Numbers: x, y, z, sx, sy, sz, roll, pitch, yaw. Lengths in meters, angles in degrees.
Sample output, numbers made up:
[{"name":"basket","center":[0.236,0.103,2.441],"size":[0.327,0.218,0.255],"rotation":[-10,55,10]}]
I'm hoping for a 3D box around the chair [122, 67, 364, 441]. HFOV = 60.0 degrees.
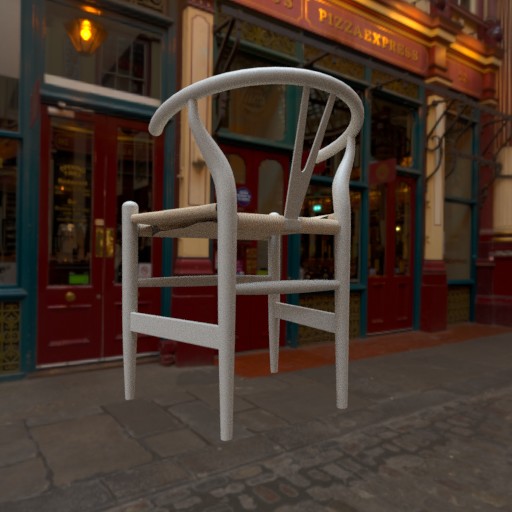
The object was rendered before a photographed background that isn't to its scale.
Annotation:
[{"name":"chair","center":[0.000,0.000,1.092],"size":[0.533,0.736,0.500],"rotation":[0,-1,-35]}]
